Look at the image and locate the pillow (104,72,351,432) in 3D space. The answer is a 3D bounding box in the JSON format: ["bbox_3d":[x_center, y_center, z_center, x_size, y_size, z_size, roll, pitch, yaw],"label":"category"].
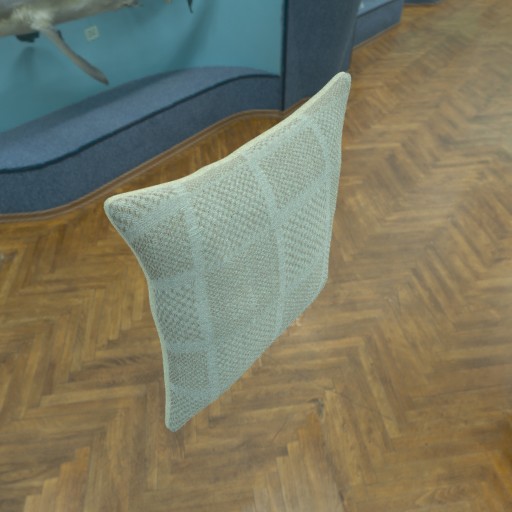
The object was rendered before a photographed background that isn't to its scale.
[{"bbox_3d":[0.000,0.000,0.676,0.138,0.432,0.436,29,50,28],"label":"pillow"}]
